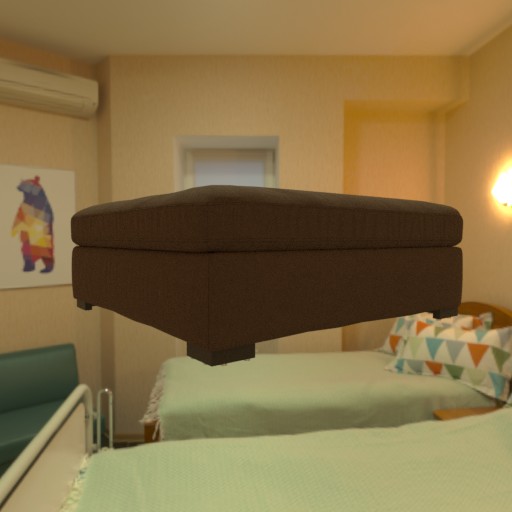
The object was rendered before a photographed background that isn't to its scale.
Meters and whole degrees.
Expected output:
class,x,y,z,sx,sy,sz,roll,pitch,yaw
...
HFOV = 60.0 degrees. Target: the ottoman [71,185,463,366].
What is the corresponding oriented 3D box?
class,x,y,z,sx,sy,sz,roll,pitch,yaw
ottoman,0.000,0.000,1.830,1.181,0.470,1.181,-2,3,-37
